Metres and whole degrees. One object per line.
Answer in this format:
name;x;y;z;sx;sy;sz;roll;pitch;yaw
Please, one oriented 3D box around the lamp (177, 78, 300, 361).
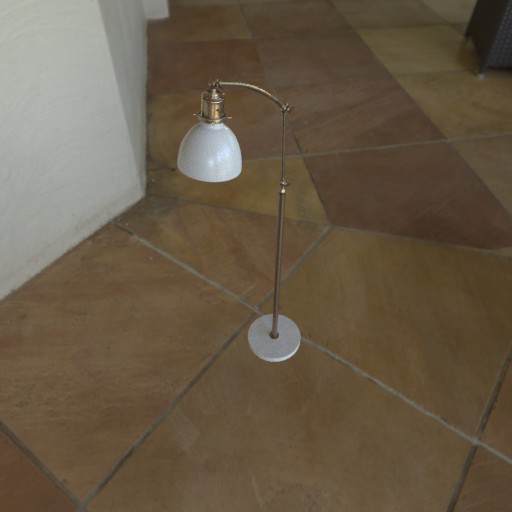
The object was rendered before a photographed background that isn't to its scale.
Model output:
lamp;0.000;0.000;1.789;0.288;1.586;0.599;31;54;26
